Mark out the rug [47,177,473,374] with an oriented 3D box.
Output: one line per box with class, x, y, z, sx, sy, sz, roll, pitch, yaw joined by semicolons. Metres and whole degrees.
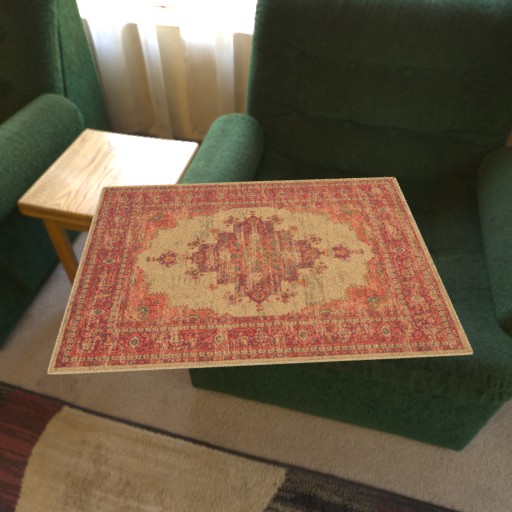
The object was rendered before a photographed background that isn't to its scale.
rug;0.000;0.000;2.841;2.232;0.011;1.555;-2;47;-2
